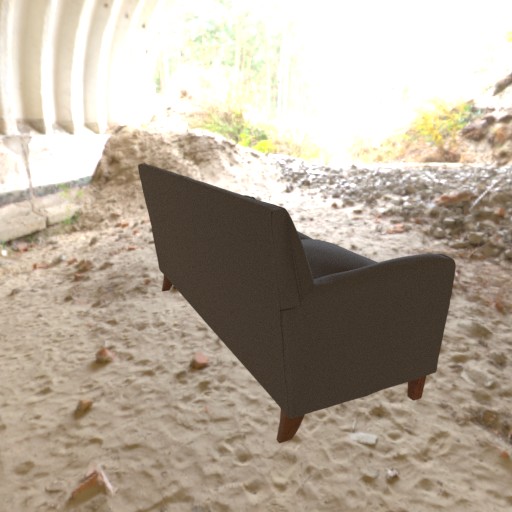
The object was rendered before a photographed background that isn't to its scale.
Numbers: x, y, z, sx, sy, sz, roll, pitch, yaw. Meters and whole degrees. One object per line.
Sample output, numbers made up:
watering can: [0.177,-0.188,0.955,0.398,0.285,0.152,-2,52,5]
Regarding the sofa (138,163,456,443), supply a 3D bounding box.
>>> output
sofa: [0.000,0.000,2.433,0.843,0.907,2.002,-7,17,-24]
